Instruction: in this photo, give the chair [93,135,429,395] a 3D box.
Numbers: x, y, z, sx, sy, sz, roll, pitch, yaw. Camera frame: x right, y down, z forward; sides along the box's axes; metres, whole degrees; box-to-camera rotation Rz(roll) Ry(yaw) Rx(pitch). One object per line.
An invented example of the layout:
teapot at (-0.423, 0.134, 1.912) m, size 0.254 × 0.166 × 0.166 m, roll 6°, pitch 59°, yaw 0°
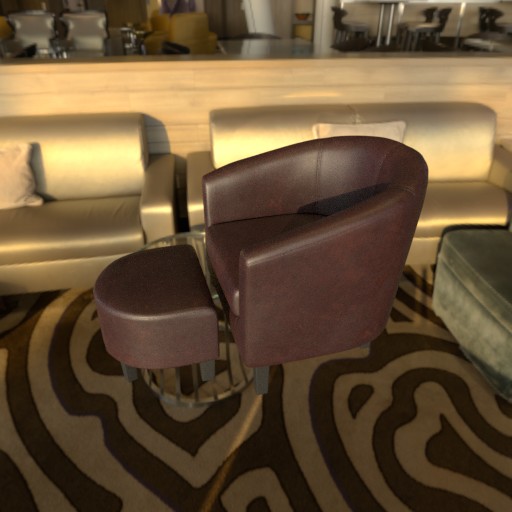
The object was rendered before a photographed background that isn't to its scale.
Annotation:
chair at (0.000, 0.000, 1.657) m, size 1.176 × 0.755 × 0.737 m, roll -8°, pitch 31°, yaw -14°
